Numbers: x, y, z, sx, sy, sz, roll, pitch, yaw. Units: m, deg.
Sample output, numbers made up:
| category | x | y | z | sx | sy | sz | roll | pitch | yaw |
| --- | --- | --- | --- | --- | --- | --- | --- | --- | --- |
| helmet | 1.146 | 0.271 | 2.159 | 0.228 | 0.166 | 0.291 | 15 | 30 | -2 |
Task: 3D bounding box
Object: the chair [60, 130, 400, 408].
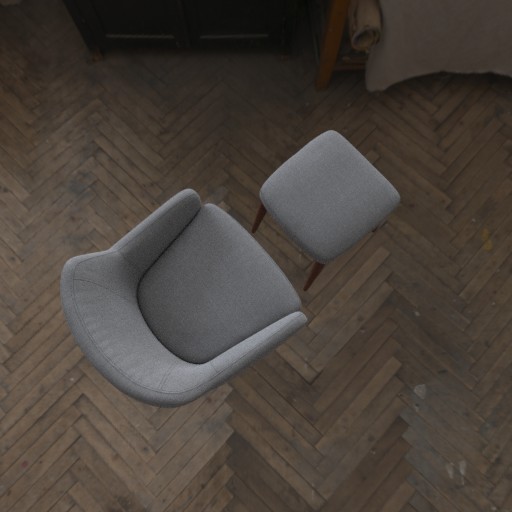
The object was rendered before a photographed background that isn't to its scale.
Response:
| category | x | y | z | sx | sy | sz | roll | pitch | yaw |
| --- | --- | --- | --- | --- | --- | --- | --- | --- | --- |
| chair | 0.000 | 0.000 | 1.553 | 1.107 | 0.799 | 0.584 | -40 | 79 | -10 |
